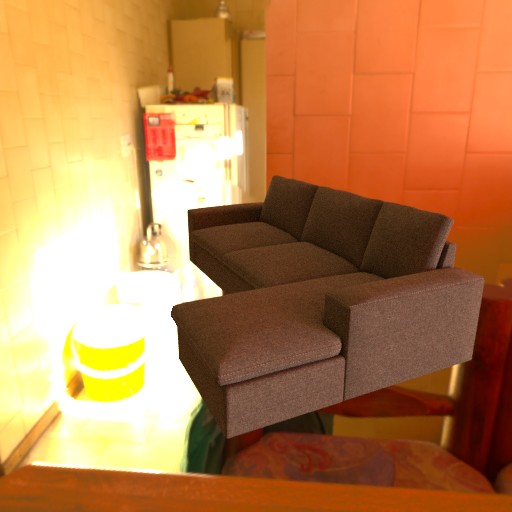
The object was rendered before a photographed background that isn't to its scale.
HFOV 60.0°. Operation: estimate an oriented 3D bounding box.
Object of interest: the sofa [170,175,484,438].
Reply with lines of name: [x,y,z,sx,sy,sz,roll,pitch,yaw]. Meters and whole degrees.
sofa: [0.000,0.000,3.459,1.689,0.940,2.718,-8,19,-24]
